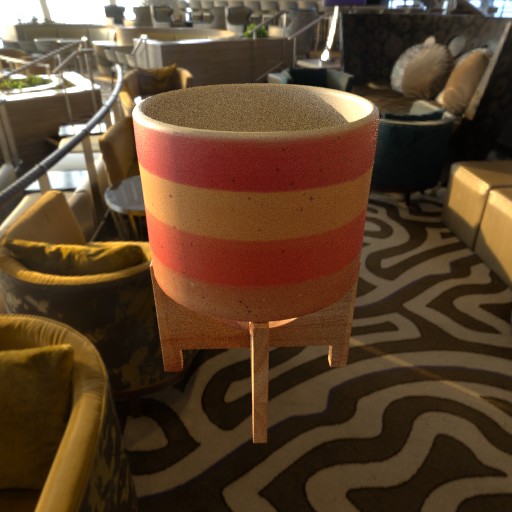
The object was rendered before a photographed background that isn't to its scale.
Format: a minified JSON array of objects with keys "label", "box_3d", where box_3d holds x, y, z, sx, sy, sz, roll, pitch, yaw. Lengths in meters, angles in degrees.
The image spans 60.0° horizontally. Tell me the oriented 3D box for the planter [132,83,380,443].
[{"label":"planter","box_3d":[0.000,0.000,0.567,0.269,0.379,0.269,0,30,0]}]
